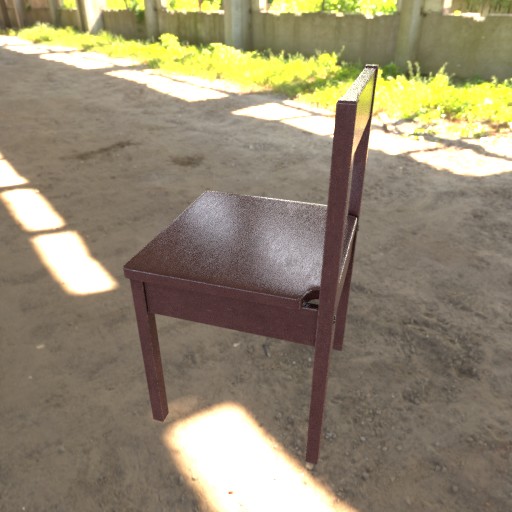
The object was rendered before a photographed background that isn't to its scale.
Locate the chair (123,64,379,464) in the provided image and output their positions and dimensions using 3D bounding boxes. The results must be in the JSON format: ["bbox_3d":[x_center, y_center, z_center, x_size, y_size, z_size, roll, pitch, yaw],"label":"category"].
[{"bbox_3d":[0.000,0.000,0.871,0.361,0.668,0.367,9,31,15],"label":"chair"}]
